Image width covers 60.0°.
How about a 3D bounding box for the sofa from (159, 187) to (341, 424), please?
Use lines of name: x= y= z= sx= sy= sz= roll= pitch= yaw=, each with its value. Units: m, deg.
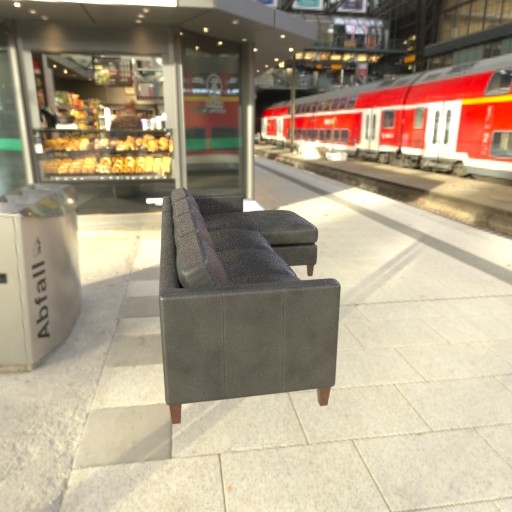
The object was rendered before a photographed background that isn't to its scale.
sofa: x=0.000 y=0.000 z=3.857 sx=1.581 sy=0.883 sz=3.203 roll=-3 pitch=17 yaw=-11
